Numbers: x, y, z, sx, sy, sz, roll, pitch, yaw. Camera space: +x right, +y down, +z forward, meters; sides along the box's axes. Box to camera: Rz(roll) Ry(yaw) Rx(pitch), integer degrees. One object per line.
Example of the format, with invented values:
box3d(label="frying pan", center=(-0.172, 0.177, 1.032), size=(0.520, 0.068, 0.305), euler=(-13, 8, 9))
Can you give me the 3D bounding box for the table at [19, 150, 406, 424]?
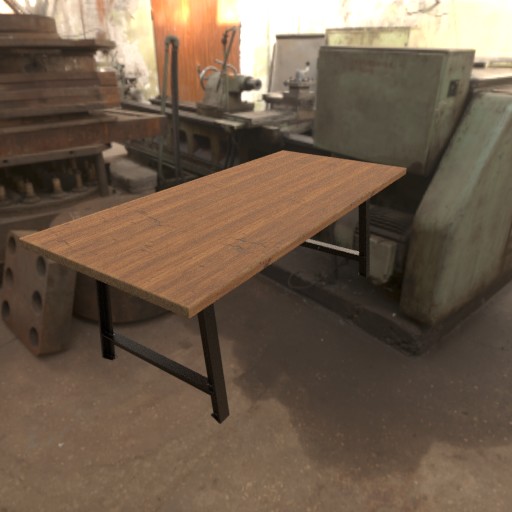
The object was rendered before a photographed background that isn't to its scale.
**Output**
box3d(label="table", center=(0.000, 0.000, 2.655), size=(1.000, 0.757, 2.200), euler=(17, 30, 31))
